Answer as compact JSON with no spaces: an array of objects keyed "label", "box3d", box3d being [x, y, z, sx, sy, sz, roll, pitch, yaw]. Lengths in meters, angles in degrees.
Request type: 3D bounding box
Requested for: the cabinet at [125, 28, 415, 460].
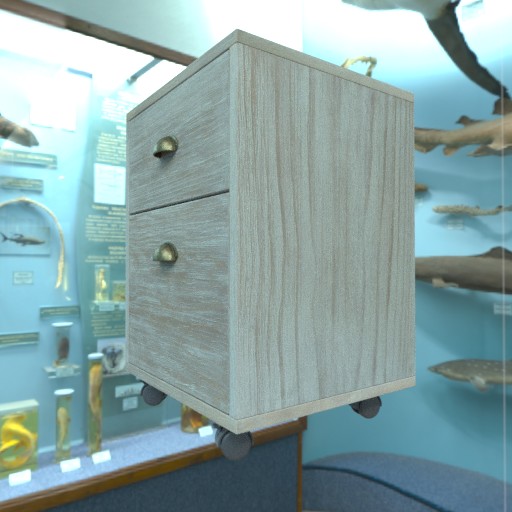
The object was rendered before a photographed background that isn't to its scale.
[{"label":"cabinet","box3d":[0.000,0.000,0.835,0.401,0.579,0.409,1,-1,-36]}]
